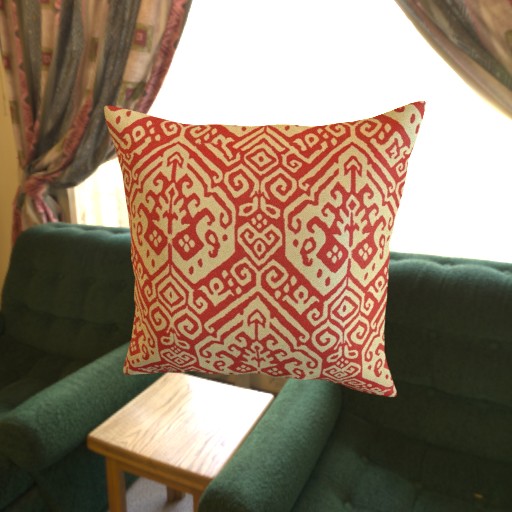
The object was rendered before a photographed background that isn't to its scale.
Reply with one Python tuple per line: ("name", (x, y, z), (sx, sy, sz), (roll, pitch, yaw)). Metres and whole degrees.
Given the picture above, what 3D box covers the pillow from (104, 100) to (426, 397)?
("pillow", (0.000, 0.000, 0.773), (0.522, 0.507, 0.192), (2, 15, 8))
